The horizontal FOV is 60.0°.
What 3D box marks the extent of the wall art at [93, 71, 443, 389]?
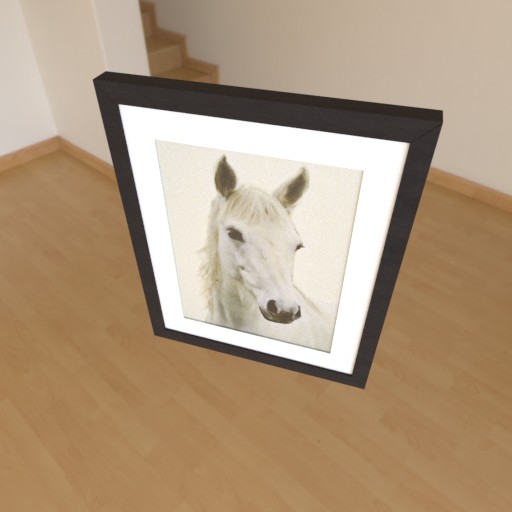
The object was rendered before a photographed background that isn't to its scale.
[{"bbox_3d":[0.000,0.000,0.748,0.455,0.552,0.034,11,43,13],"label":"wall art"}]
